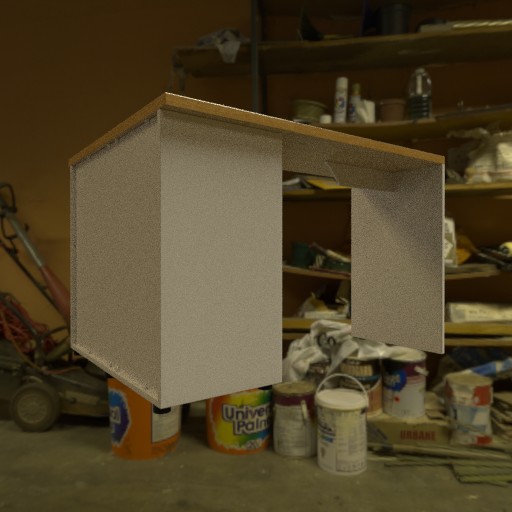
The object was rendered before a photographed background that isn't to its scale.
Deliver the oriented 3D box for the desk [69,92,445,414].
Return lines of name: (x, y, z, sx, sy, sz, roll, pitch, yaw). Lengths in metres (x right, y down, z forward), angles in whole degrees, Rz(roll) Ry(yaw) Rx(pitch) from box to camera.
desk: (0.000, 0.000, 1.727, 1.170, 0.760, 0.900, 0, 0, -36)
